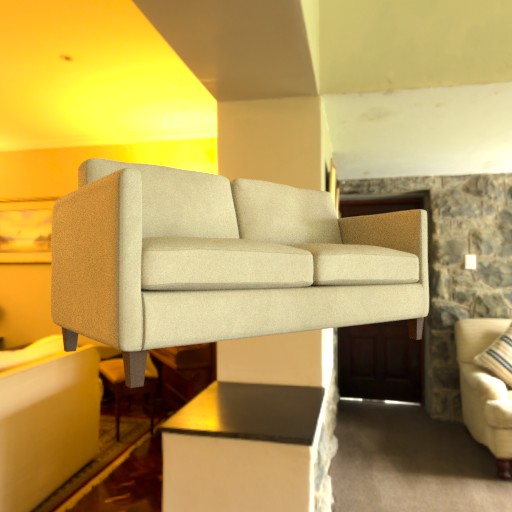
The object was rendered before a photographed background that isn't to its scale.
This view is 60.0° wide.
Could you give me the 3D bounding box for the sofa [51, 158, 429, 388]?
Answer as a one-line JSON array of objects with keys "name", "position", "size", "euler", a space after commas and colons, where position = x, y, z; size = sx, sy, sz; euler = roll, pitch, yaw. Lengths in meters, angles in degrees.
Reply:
[{"name": "sofa", "position": [0.000, 0.000, 2.362], "size": [1.846, 0.940, 0.950], "euler": [1, -2, -37]}]
